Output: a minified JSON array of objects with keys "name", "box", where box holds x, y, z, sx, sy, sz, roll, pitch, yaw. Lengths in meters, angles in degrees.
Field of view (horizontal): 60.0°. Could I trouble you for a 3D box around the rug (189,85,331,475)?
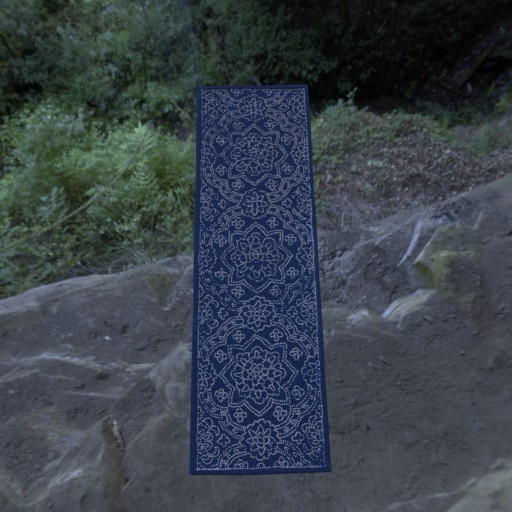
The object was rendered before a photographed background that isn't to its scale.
[{"name":"rug","box":[0.000,0.000,2.720,0.769,0.012,2.448,-1,74,0]}]
